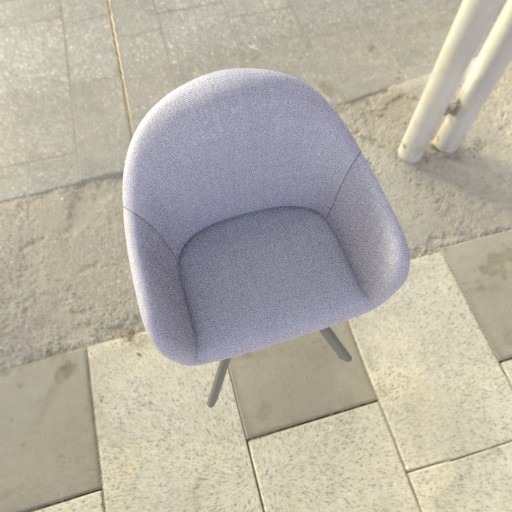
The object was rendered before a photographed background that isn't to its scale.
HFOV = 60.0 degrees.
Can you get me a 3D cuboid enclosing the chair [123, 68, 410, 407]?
[{"bbox_3d":[0.000,0.000,1.189,0.590,0.795,0.550,-16,64,-8],"label":"chair"}]
